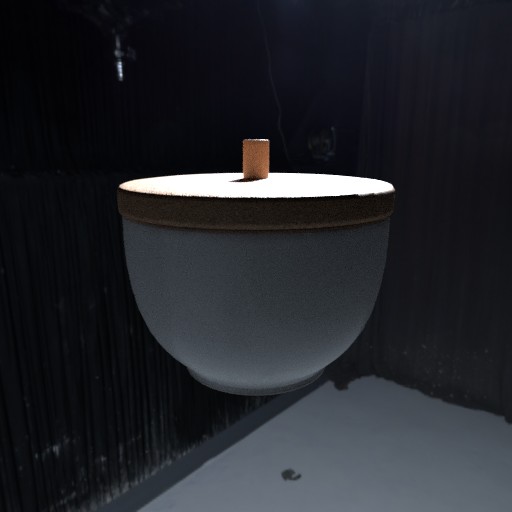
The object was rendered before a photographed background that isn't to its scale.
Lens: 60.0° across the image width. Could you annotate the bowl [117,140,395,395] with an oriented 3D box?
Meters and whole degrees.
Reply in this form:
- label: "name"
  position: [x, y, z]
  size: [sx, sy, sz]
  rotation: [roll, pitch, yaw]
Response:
- label: "bowl"
  position: [0.000, 0.000, 0.218]
  size: [0.126, 0.110, 0.126]
  rotation: [0, 14, 0]
